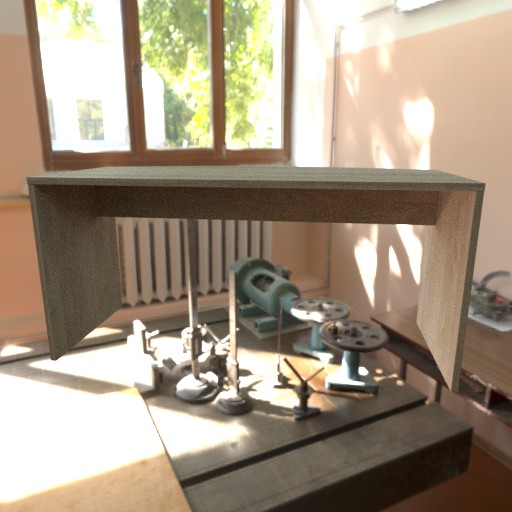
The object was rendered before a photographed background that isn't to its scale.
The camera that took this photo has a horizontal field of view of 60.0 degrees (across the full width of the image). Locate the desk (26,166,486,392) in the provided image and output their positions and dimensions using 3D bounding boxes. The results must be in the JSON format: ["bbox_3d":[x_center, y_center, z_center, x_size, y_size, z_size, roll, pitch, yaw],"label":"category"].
[{"bbox_3d":[0.000,0.000,2.006,1.600,0.752,0.802,2,15,8],"label":"desk"}]
